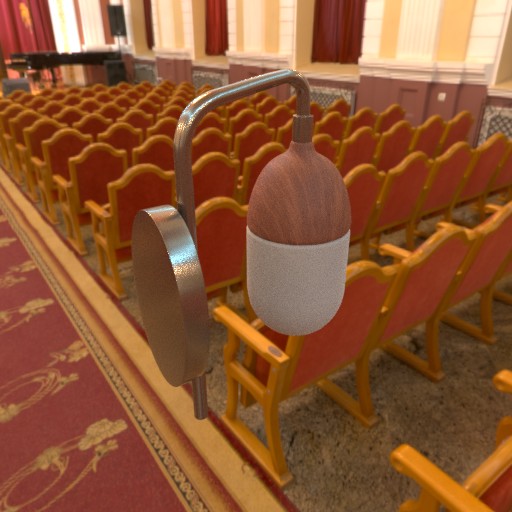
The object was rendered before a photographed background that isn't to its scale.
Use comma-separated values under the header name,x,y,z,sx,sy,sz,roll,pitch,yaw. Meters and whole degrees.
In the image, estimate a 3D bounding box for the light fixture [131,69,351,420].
name,x,y,z,sx,sy,sz,roll,pitch,yaw
light fixture,0.000,0.000,0.443,0.216,0.343,0.108,-17,31,-31
